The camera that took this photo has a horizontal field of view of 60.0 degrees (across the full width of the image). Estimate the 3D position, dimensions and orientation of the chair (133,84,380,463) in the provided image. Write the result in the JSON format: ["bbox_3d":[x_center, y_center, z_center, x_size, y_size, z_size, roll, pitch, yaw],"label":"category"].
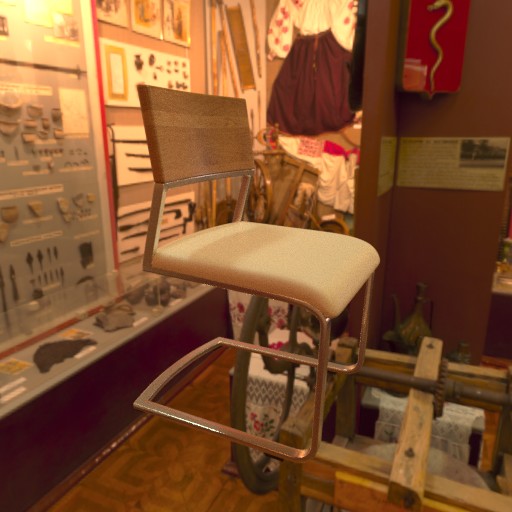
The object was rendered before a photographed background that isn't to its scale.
[{"bbox_3d":[0.000,0.000,1.198,0.585,0.844,0.467,7,17,25],"label":"chair"}]
